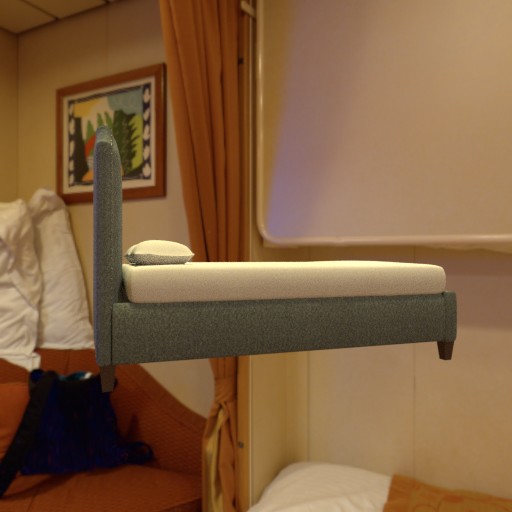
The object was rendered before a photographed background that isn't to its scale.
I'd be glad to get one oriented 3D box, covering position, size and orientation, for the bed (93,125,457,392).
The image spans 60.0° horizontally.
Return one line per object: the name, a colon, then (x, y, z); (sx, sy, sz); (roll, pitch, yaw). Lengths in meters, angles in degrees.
bed: (0.000, 0.000, 3.468); (2.372, 1.443, 1.712); (0, 0, -19)
